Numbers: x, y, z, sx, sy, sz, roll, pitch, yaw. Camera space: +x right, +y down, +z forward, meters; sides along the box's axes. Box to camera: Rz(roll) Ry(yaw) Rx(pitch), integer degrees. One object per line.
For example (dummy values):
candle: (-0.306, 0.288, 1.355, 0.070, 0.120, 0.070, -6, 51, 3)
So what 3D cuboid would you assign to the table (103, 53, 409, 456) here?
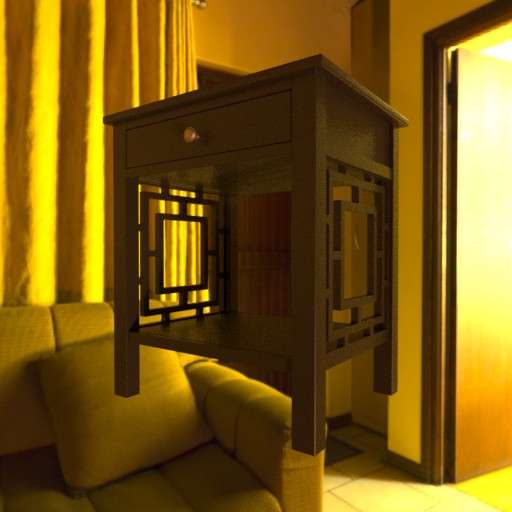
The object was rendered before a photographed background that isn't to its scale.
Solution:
table: (0.000, 0.000, 1.035, 0.564, 0.646, 0.451, 1, 1, 36)
